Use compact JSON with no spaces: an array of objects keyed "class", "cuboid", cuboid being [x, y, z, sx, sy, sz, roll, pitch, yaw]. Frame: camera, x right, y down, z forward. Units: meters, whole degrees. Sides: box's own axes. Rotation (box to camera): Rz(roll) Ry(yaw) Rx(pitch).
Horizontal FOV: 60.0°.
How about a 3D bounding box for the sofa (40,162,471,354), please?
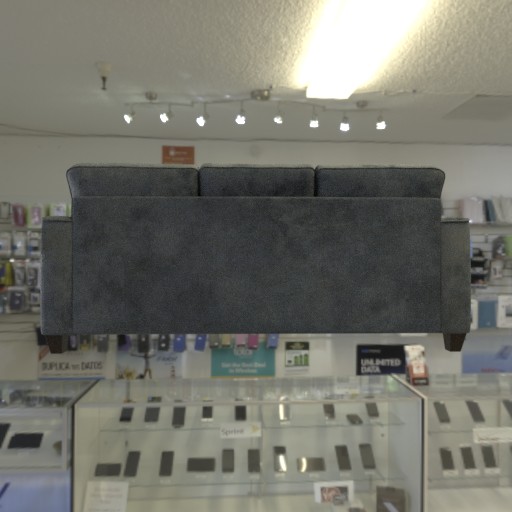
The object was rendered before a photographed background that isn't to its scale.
[{"class":"sofa","cuboid":[0.000,0.000,2.618,2.133,0.965,0.939,0,-1,-1]}]
